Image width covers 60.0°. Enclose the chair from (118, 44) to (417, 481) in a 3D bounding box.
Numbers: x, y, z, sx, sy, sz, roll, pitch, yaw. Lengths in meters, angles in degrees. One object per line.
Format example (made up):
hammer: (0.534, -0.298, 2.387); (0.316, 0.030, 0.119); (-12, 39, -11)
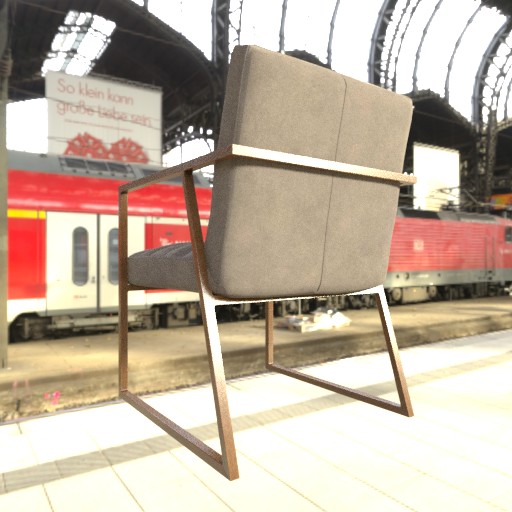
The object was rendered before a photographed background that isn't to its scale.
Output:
chair: (0.000, 0.000, 1.252); (0.578, 0.843, 0.682); (0, 0, -36)
